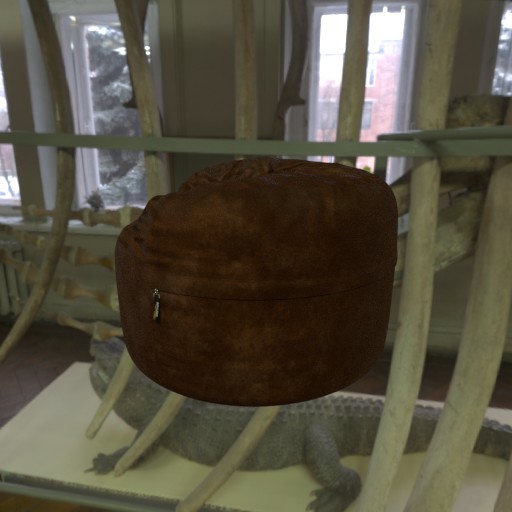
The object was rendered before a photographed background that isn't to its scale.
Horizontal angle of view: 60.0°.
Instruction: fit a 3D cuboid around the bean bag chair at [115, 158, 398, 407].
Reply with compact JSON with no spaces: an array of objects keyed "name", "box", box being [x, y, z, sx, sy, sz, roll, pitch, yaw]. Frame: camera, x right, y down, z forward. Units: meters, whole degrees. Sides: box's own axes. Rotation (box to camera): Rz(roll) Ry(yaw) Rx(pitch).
[{"name":"bean bag chair","box":[0.000,0.000,1.505,0.918,0.616,0.918,0,16,0]}]
